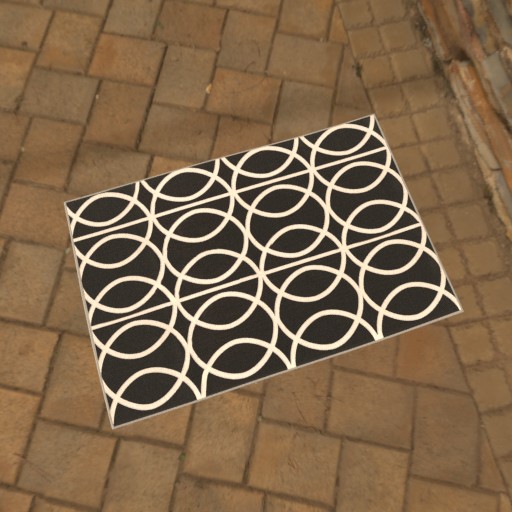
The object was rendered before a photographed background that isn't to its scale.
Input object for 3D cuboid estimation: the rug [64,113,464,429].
[{"bbox_3d":[0.000,0.000,2.916,2.294,0.014,1.528,-17,75,-5],"label":"rug"}]
